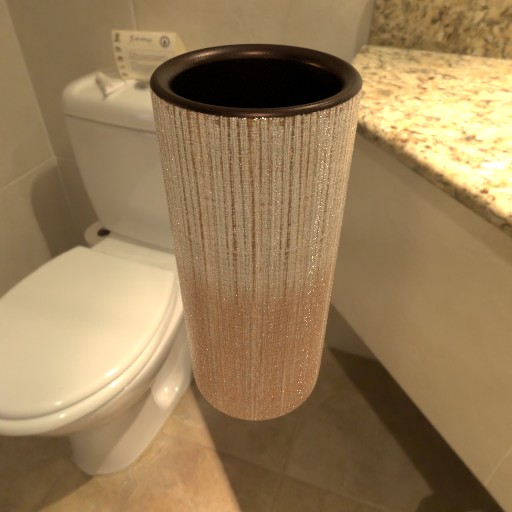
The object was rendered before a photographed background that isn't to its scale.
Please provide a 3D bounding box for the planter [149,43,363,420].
[{"bbox_3d":[0.000,0.000,0.282,0.100,0.227,0.100,-11,41,-13],"label":"planter"}]
